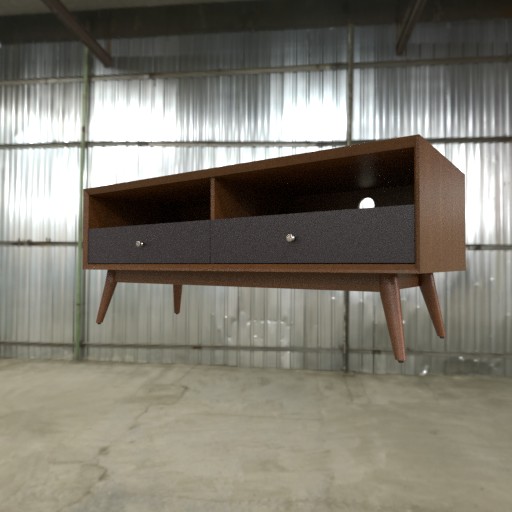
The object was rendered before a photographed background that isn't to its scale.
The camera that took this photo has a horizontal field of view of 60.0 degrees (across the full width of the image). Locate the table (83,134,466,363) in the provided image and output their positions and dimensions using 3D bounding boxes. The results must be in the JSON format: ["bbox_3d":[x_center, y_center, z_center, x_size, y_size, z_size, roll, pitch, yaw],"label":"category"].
[{"bbox_3d":[0.000,0.000,1.387,1.119,0.464,0.490,-1,-1,35],"label":"table"}]
